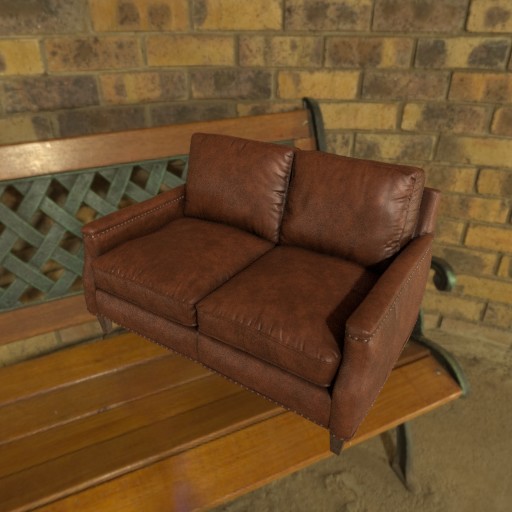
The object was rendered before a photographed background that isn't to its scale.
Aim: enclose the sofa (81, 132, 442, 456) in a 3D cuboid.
[{"bbox_3d":[0.000,0.000,2.327,1.628,1.003,1.083,18,34,29],"label":"sofa"}]
